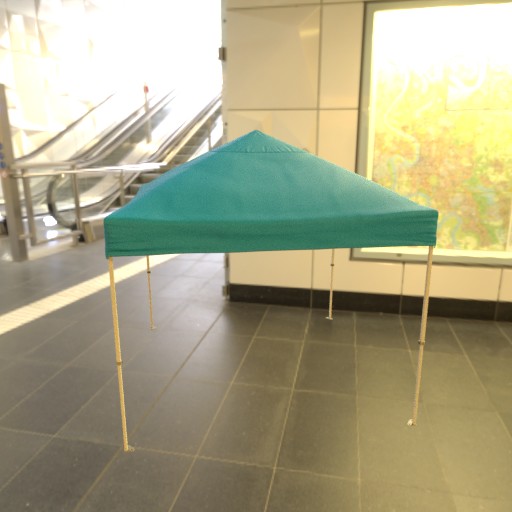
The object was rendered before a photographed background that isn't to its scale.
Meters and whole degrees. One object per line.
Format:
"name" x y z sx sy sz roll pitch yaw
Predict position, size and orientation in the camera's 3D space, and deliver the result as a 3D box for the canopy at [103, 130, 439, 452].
"canopy" 0.000 0.000 5.468 2.998 2.997 2.996 -2 15 -8
